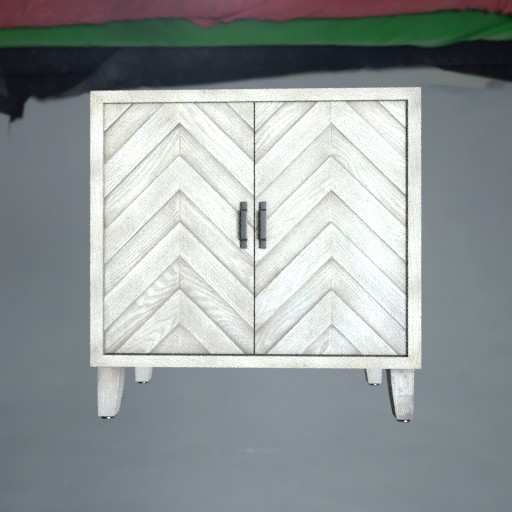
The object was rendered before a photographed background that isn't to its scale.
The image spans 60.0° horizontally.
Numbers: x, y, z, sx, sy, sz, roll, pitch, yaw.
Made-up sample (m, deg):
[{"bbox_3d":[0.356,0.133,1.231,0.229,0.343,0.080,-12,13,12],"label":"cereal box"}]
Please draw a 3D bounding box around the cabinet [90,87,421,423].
[{"bbox_3d":[0.000,0.000,1.218,0.781,0.787,0.370,0,0,2],"label":"cabinet"}]
